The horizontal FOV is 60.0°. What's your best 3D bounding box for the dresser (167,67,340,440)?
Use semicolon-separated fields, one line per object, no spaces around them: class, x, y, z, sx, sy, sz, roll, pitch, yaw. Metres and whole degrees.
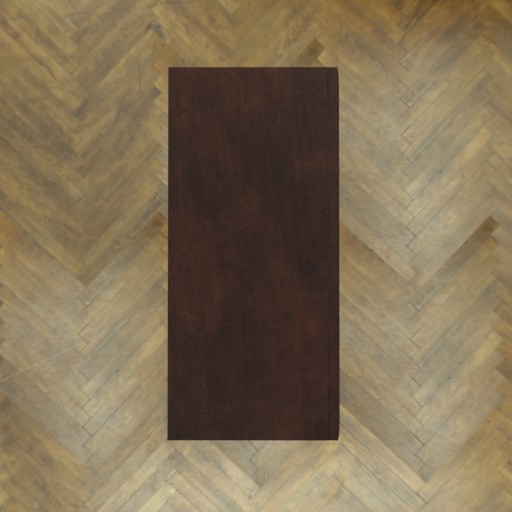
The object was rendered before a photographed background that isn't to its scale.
dresser;0.000;0.000;2.030;0.506;1.514;1.072;0;89;0
